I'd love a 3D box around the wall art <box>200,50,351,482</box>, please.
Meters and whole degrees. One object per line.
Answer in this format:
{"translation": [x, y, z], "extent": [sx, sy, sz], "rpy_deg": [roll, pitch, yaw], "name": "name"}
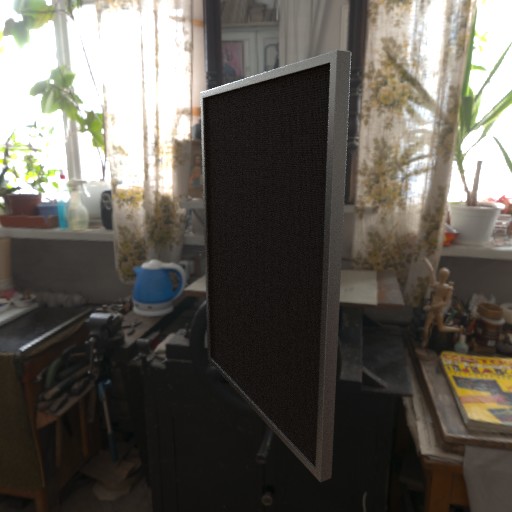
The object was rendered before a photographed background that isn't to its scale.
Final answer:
{"translation": [0.000, 0.000, 1.403], "extent": [0.037, 1.062, 0.801], "rpy_deg": [-7, 15, -27], "name": "wall art"}
